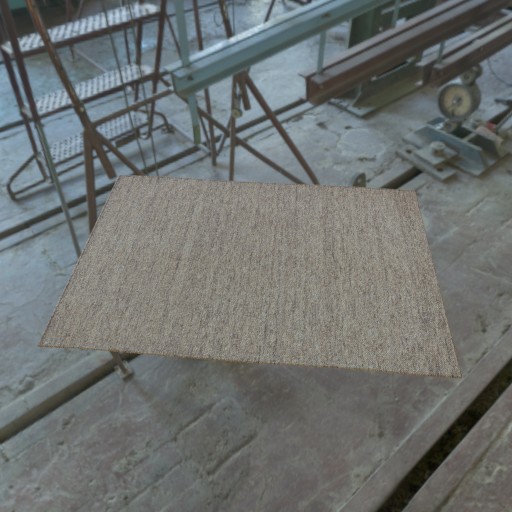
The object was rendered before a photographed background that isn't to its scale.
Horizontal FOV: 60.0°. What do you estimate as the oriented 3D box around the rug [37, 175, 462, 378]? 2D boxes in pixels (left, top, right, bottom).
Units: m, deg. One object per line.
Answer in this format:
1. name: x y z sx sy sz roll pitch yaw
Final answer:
1. rug: 0.000 0.000 2.890 2.283 0.013 1.547 4 47 3
